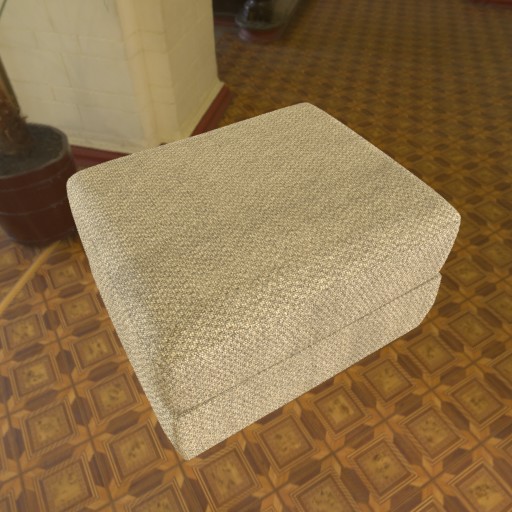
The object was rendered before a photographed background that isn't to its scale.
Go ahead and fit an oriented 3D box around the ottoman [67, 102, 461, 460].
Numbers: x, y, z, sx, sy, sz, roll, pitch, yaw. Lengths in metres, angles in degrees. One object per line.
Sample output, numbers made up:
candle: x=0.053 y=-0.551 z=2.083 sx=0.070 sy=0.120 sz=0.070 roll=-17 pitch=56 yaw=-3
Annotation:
ottoman: x=0.000 y=0.000 z=1.122 sx=0.751 sy=0.476 sz=0.603 roll=-23 pitch=51 yaw=-21
